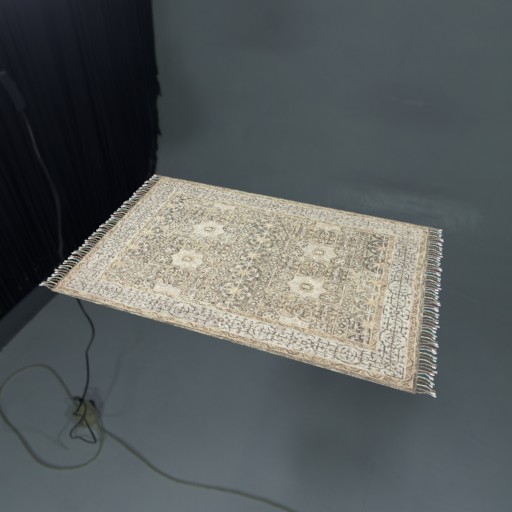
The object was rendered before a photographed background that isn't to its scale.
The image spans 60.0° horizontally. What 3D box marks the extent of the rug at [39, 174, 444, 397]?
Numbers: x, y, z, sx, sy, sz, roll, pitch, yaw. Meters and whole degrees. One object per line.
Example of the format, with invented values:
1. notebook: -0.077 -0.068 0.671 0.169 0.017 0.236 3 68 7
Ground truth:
1. rug: 0.000 0.000 2.548 2.029 0.010 1.237 13 42 15
